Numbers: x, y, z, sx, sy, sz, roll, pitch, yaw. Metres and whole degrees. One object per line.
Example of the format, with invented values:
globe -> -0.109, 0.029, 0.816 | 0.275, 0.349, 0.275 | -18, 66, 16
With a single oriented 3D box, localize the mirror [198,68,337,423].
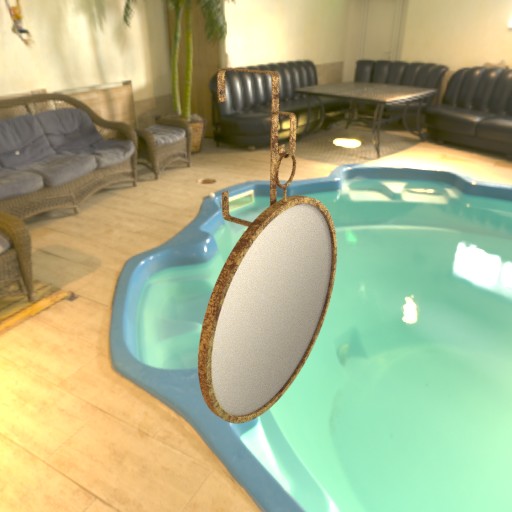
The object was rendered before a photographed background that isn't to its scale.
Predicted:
mirror -> 0.000, 0.000, 0.840 | 0.144, 0.651, 0.447 | 18, 33, 31
